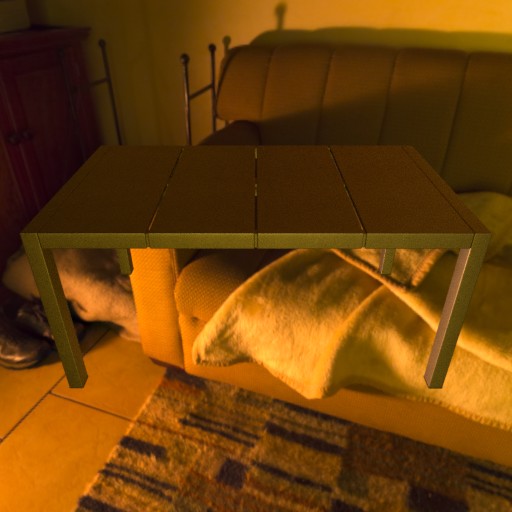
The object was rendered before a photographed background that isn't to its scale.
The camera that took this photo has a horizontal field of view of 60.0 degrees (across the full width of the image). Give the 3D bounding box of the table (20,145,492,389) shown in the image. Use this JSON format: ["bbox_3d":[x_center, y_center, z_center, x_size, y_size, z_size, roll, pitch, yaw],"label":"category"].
[{"bbox_3d":[0.000,0.000,1.260,0.965,0.460,0.559,0,32,0],"label":"table"}]
